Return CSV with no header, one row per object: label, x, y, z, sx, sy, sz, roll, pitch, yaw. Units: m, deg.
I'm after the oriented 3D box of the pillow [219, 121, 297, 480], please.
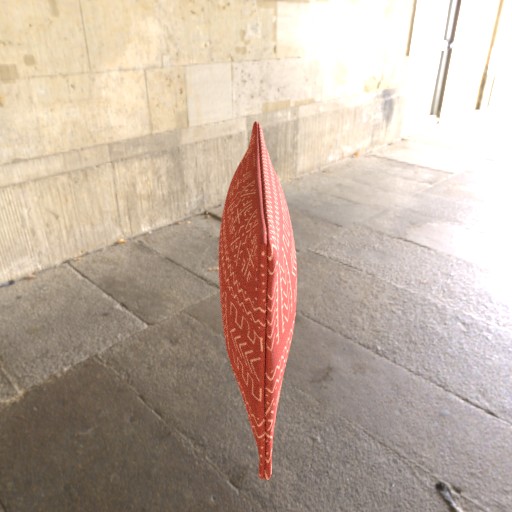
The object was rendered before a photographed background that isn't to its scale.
pillow,0.000,0.000,0.791,0.130,0.352,0.640,0,28,-1
